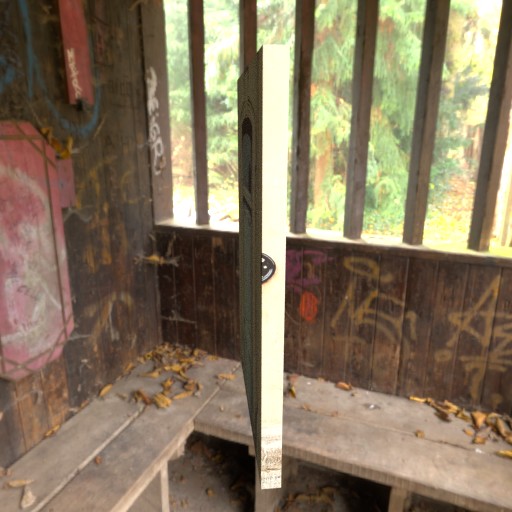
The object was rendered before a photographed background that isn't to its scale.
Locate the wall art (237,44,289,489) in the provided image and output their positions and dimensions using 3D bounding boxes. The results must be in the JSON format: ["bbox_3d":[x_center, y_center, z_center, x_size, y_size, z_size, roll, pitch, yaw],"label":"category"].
[{"bbox_3d":[0.000,0.000,0.969,0.038,0.764,0.508,-2,16,-6],"label":"wall art"}]
